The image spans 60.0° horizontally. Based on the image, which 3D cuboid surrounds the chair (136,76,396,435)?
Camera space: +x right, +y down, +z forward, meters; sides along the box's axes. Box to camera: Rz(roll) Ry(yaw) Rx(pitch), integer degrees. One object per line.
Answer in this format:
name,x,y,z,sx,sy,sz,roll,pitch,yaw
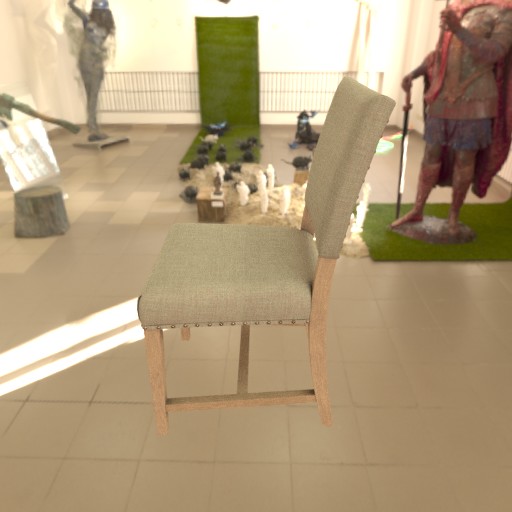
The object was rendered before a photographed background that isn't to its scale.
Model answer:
chair,0.000,0.000,1.356,0.622,0.986,0.508,0,27,1
